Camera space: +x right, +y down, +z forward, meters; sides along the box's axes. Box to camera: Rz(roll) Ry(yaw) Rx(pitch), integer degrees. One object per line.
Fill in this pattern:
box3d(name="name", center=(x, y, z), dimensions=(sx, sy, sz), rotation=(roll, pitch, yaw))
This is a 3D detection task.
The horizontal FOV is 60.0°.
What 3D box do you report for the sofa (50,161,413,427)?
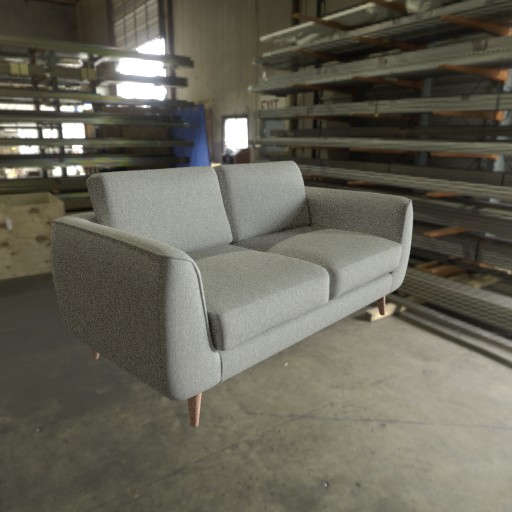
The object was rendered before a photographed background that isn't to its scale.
box3d(name="sofa", center=(0.000, 0.000, 2.181), dimensions=(0.920, 0.850, 1.700), rotation=(14, 20, 41))
